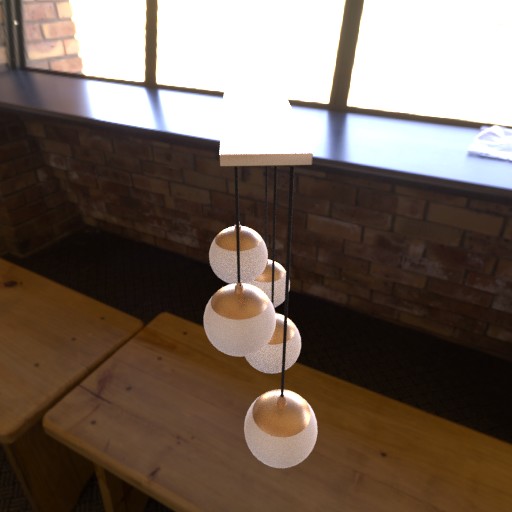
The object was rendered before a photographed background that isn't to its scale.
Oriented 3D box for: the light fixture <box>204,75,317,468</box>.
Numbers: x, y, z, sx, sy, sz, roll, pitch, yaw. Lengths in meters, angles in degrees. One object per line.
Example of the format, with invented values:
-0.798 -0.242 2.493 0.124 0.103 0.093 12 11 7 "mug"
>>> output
0.000 0.000 1.297 0.299 0.869 0.863 -1 31 -2 "light fixture"
